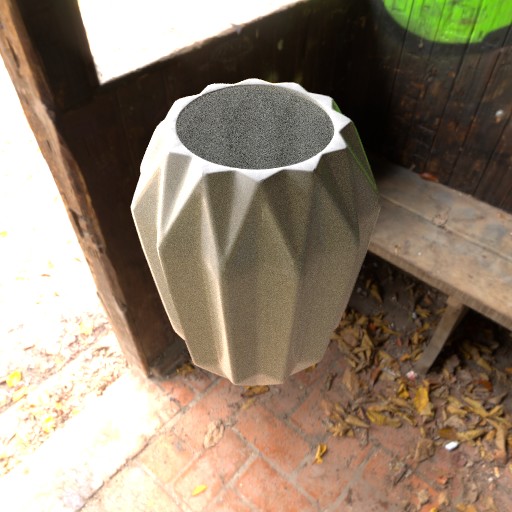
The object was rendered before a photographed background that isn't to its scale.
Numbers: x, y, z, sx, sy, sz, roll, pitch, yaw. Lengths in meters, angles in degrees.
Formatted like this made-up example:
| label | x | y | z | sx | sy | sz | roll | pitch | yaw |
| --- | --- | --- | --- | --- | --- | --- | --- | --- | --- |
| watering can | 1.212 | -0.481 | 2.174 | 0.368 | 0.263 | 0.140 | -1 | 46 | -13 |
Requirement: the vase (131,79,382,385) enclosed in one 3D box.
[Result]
| label | x | y | z | sx | sy | sz | roll | pitch | yaw |
| --- | --- | --- | --- | --- | --- | --- | --- | --- | --- |
| vase | 0.000 | 0.000 | 0.409 | 0.195 | 0.275 | 0.195 | 0 | 47 | 0 |
